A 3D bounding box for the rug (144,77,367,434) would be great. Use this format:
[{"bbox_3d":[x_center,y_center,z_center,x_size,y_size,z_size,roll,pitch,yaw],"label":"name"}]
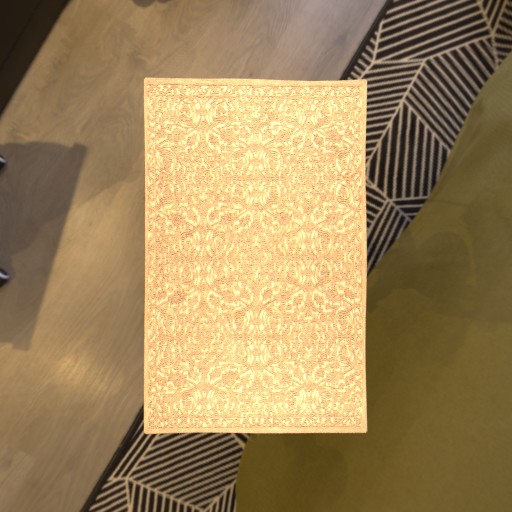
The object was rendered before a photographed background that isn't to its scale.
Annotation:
[{"bbox_3d":[0.000,0.000,3.039,1.529,0.012,2.435,0,90,-1],"label":"rug"}]
